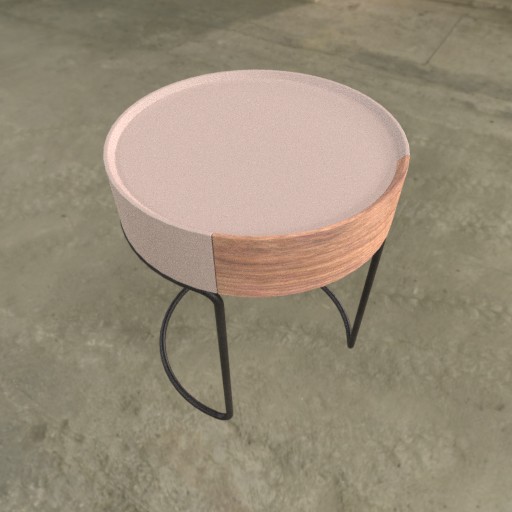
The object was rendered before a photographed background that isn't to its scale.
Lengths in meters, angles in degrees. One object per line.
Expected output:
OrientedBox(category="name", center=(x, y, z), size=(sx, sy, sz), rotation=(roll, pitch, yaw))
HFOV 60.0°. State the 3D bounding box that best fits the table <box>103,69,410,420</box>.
OrientedBox(category="table", center=(0.000, 0.000, 0.857), size=(0.450, 0.530, 0.450), rotation=(0, 47, 0))
